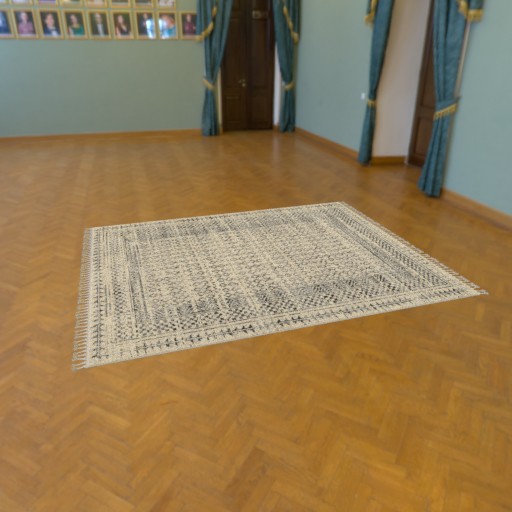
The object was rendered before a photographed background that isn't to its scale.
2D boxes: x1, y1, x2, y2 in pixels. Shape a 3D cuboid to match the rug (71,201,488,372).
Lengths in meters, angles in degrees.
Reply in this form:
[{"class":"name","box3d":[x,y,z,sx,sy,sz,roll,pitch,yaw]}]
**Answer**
[{"class":"rug","box3d":[0.000,0.000,3.891,2.940,0.013,2.312,-8,26,-16]}]
